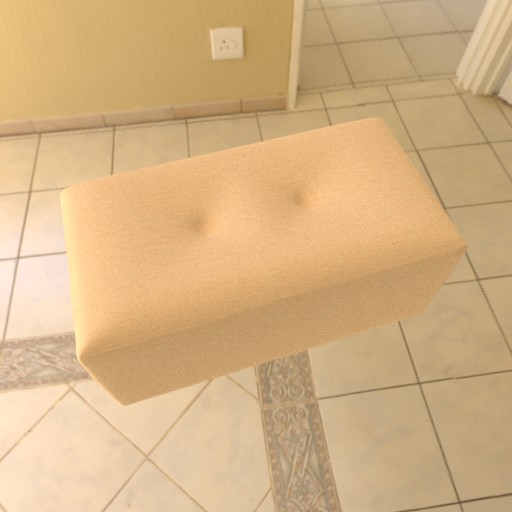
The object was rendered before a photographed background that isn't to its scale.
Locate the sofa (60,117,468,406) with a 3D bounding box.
[{"bbox_3d":[0.000,0.000,1.228,0.930,0.470,0.480,-15,59,-9],"label":"sofa"}]
